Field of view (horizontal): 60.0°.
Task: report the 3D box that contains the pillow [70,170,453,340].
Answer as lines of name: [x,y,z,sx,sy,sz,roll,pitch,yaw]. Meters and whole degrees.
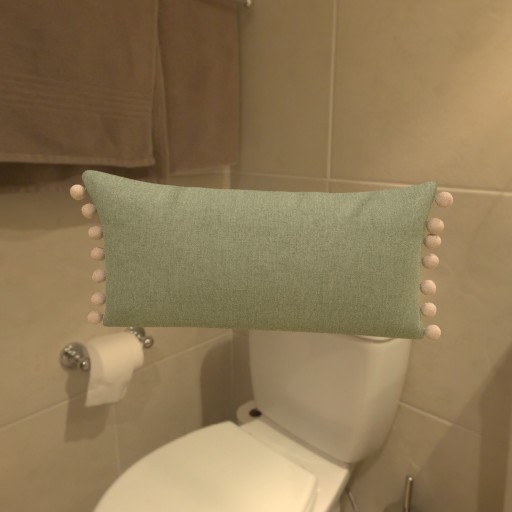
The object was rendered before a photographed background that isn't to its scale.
pillow: [0.000,0.000,0.856,0.709,0.322,0.201,2,15,6]
